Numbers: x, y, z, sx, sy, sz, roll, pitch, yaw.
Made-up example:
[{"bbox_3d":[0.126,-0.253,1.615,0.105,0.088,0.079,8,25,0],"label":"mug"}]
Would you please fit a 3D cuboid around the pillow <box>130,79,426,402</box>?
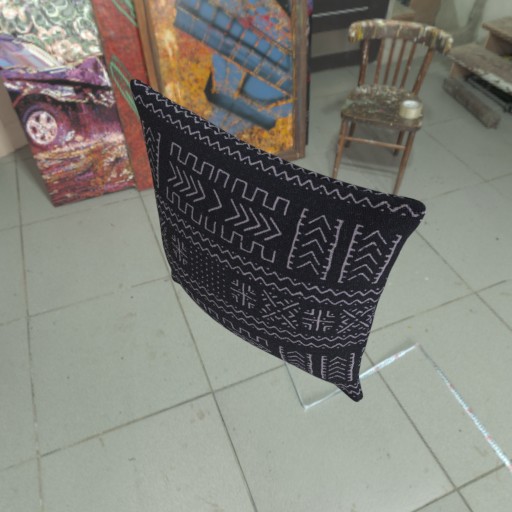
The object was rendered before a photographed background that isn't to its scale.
[{"bbox_3d":[0.000,0.000,0.672,0.438,0.430,0.164,30,54,25],"label":"pillow"}]
